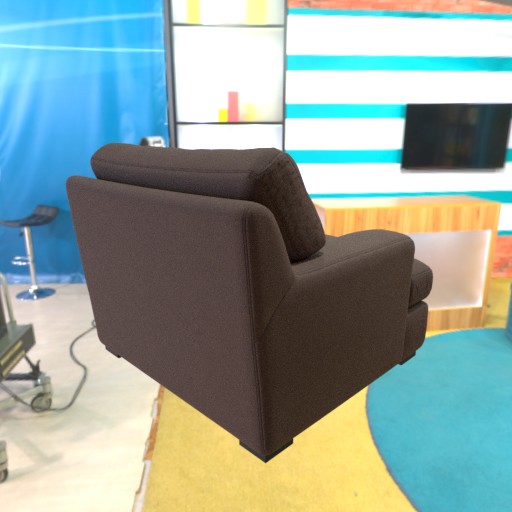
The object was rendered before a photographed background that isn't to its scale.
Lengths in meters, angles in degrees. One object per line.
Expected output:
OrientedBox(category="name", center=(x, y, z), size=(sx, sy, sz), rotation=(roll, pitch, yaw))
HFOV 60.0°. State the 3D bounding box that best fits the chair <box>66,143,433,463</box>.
OrientedBox(category="chair", center=(0.000, 0.000, 1.902), size=(1.143, 0.940, 1.168), rotation=(-15, 21, -43))
